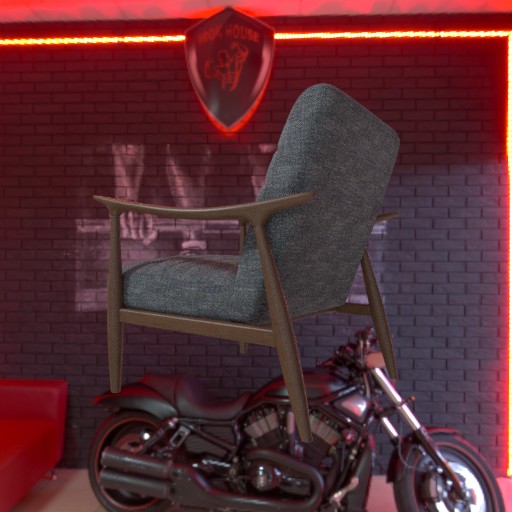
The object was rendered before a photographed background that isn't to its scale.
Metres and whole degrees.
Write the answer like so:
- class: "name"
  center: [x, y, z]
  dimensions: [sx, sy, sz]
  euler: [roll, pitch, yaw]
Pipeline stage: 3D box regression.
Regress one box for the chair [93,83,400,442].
- class: "chair"
  center: [0.000, 0.000, 1.456]
  dimensions: [0.798, 0.832, 0.741]
  euler: [0, 0, 35]
